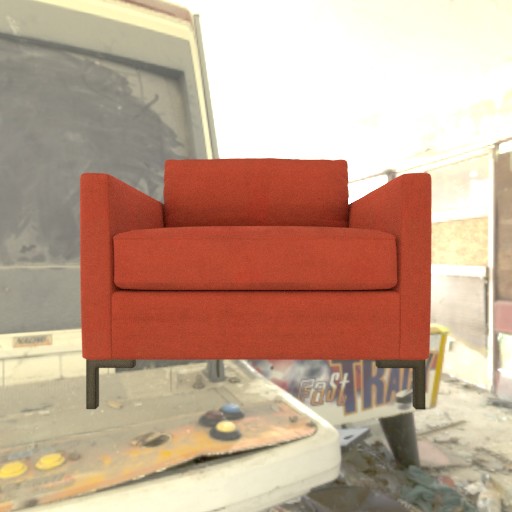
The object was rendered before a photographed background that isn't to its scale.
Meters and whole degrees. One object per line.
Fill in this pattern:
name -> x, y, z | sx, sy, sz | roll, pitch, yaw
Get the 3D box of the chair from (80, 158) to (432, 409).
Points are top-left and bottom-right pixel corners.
chair -> 0.000, 0.000, 1.574 | 0.964, 0.812, 0.875 | 0, 0, 0
